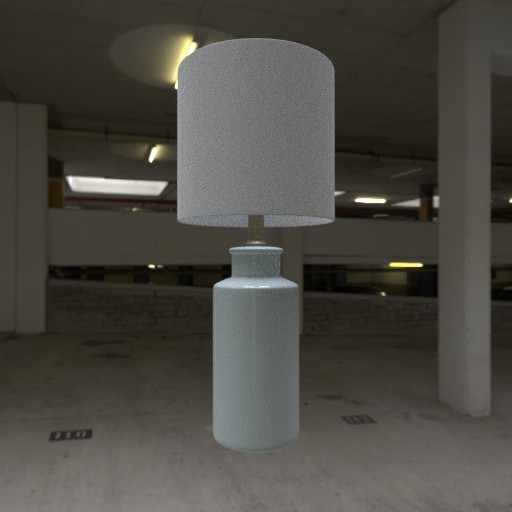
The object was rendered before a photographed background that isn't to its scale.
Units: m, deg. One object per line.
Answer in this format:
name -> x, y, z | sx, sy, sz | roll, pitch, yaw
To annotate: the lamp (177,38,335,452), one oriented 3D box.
lamp -> 0.000, 0.000, 0.607 | 0.212, 0.493, 0.212 | 0, 0, -19
